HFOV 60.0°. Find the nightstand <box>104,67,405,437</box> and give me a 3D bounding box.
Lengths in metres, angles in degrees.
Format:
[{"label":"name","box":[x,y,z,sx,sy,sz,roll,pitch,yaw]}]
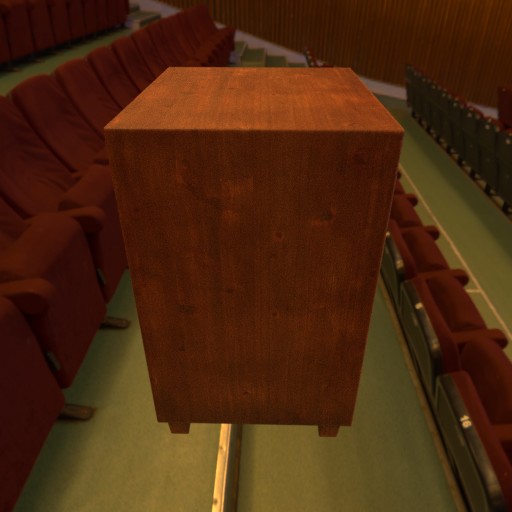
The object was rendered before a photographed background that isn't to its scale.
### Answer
[{"label":"nightstand","box":[0.000,0.000,0.972,0.410,0.695,0.465,1,32,1]}]
